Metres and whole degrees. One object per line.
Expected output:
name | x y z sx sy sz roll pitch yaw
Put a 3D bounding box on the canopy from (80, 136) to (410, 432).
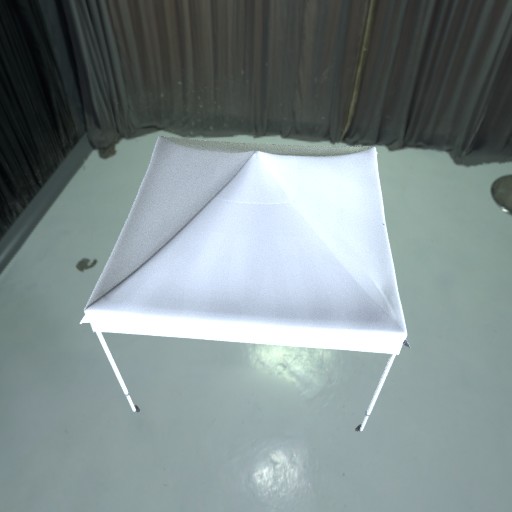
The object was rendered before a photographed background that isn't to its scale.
canopy | 0.000 0.000 5.415 2.996 2.998 2.994 4 47 3
